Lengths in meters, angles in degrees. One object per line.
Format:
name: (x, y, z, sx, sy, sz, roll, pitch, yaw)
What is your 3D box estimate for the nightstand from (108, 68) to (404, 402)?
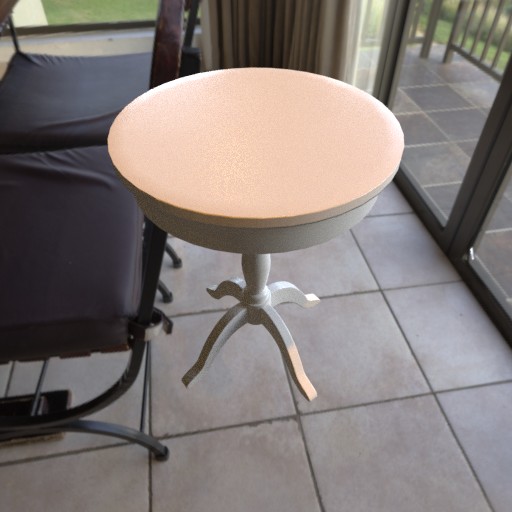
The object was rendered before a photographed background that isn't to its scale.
nightstand: (0.000, 0.000, 1.015, 0.513, 0.653, 0.513, -21, 48, -20)
